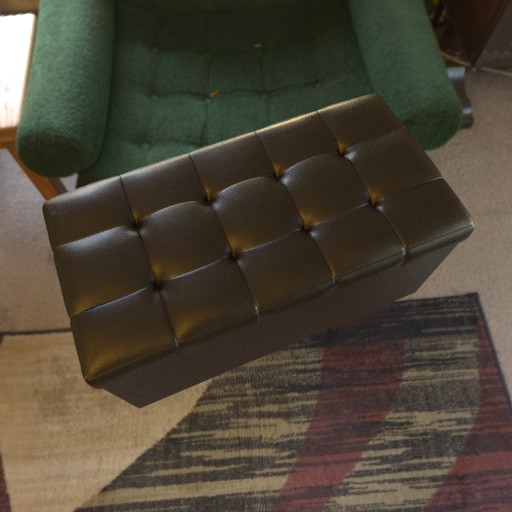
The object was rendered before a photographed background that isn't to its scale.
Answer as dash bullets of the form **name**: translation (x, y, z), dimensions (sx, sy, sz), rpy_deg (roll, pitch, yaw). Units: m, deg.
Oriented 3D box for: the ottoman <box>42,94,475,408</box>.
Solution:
- **ottoman**: translation (0.000, 0.000, 1.117), dimensions (0.838, 0.470, 0.432), rpy_deg (-21, 66, -10)
